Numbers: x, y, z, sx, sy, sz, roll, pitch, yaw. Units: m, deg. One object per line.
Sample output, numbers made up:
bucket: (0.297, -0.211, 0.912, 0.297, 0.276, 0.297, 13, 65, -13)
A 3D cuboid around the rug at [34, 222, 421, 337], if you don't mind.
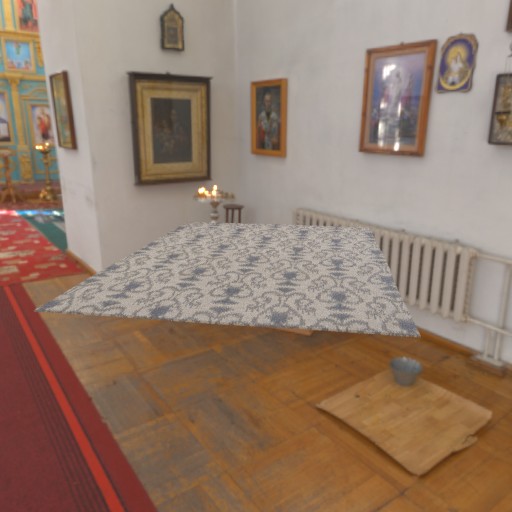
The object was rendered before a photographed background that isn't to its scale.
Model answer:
rug: (0.000, 0.000, 2.942, 1.676, 0.013, 2.261, 2, 15, 9)
